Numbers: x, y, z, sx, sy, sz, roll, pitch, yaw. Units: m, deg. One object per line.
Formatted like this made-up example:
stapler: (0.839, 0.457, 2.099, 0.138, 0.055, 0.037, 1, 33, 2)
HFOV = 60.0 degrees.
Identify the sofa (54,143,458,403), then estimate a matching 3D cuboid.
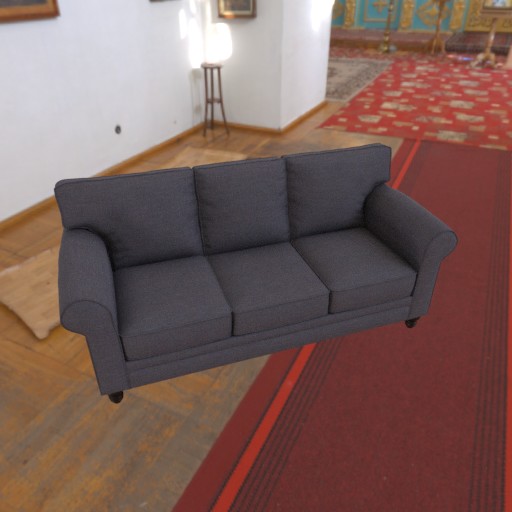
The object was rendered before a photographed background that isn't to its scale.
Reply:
sofa: (0.000, 0.000, 2.583, 2.084, 0.966, 0.909, -10, 33, -16)
